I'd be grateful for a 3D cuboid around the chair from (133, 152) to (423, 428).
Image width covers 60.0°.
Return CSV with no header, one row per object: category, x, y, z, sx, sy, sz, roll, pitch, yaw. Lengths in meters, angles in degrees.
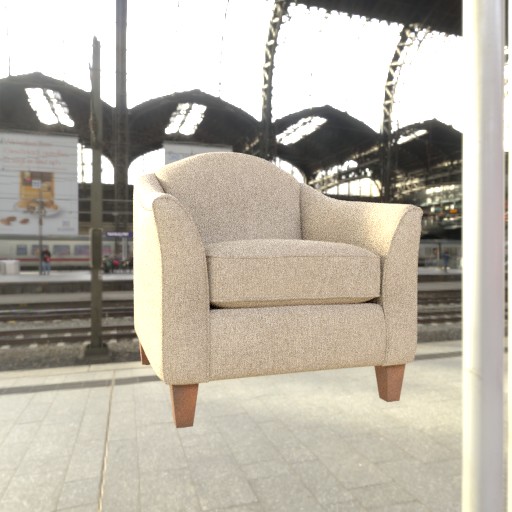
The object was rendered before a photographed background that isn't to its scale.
chair,0.000,0.000,1.491,0.763,0.839,0.787,0,0,-19
